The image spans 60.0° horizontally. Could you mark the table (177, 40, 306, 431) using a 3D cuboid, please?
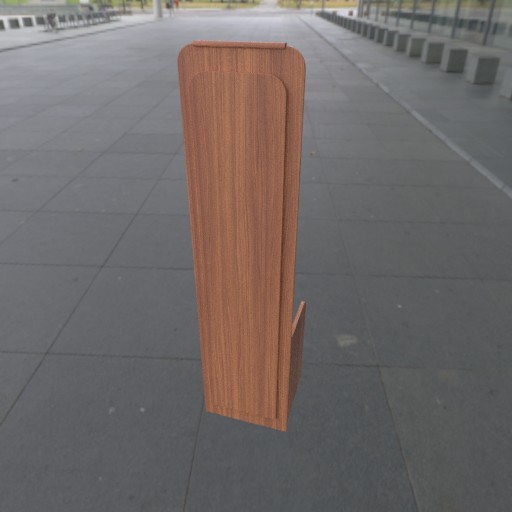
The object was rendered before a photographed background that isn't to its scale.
[{"bbox_3d":[0.000,0.000,2.062,0.450,1.830,0.420,9,31,15],"label":"table"}]
